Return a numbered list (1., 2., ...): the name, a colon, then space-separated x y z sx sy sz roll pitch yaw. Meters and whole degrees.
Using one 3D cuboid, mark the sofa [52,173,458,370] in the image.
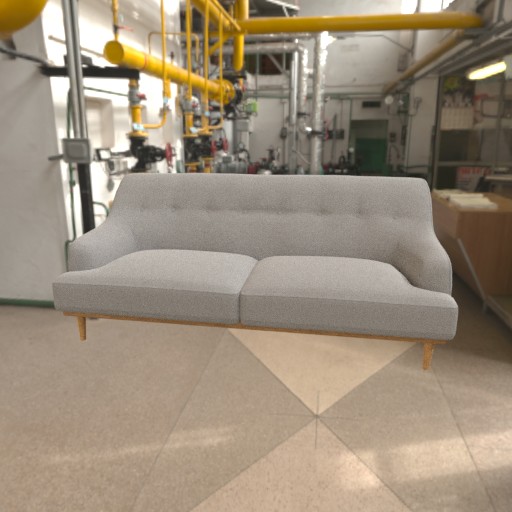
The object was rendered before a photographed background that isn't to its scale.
1. sofa: 0.000 0.000 2.598 2.057 0.871 0.978 3 16 10
